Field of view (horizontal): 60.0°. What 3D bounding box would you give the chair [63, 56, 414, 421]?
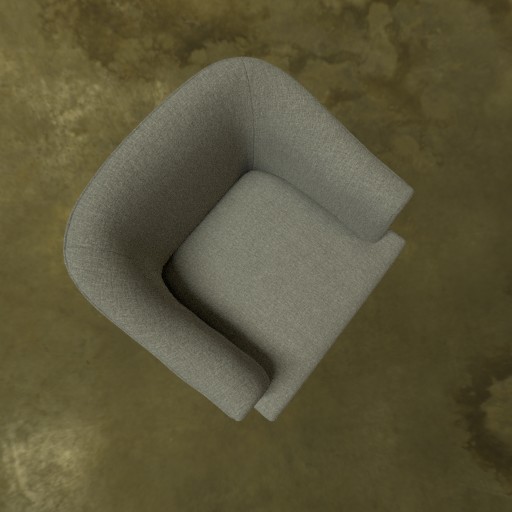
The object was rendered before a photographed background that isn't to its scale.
[{"bbox_3d":[0.000,0.000,1.379,0.704,0.815,0.798,38,79,9],"label":"chair"}]
